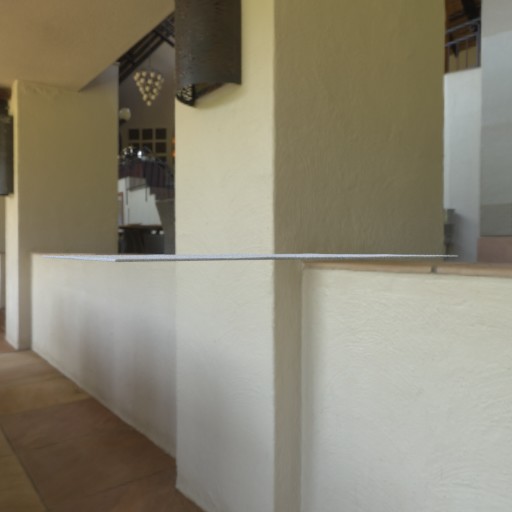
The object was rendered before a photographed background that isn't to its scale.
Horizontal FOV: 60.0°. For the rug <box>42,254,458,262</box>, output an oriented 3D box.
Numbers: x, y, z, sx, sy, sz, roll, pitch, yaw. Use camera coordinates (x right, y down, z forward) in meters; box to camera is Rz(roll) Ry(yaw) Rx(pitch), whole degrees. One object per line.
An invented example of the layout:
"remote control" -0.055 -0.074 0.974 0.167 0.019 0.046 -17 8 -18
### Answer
"rug" 0.000 0.000 3.077 2.460 0.016 1.545 0 1 -35
